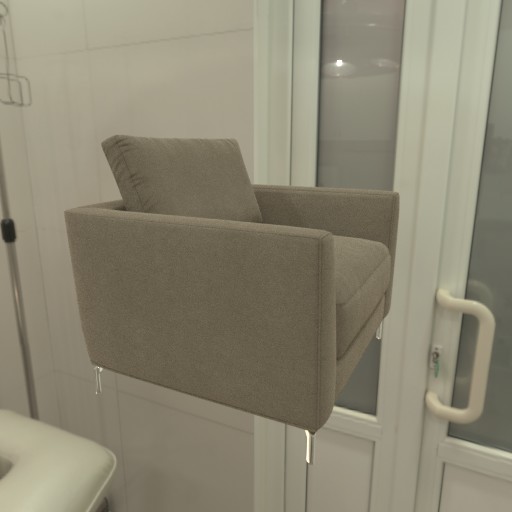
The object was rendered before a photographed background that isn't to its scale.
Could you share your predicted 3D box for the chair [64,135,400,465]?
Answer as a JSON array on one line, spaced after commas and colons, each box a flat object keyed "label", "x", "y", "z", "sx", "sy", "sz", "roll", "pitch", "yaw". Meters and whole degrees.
[{"label": "chair", "x": 0.000, "y": 0.000, "z": 1.647, "sx": 0.889, "sy": 0.864, "sz": 1.041, "roll": 7, "pitch": 16, "yaw": 26}]
